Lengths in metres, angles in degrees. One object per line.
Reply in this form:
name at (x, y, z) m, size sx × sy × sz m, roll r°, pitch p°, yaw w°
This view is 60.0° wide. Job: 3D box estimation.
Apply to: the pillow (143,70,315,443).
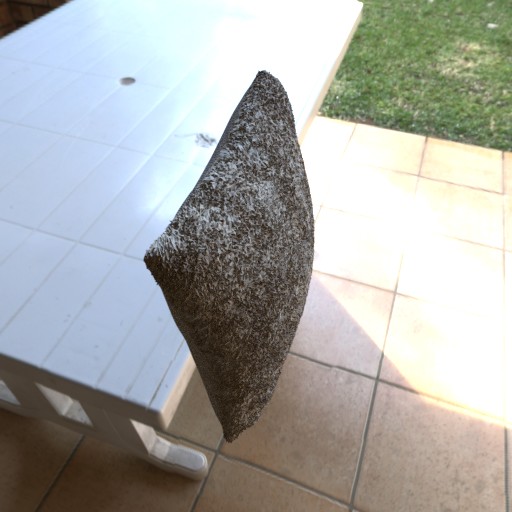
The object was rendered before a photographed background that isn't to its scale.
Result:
pillow at (0.000, 0.000, 0.843) m, size 0.218 × 0.515 × 0.529 m, roll 11°, pitch 48°, yaw 10°
